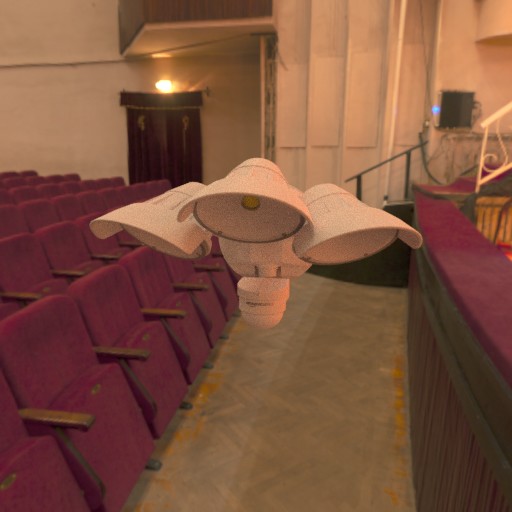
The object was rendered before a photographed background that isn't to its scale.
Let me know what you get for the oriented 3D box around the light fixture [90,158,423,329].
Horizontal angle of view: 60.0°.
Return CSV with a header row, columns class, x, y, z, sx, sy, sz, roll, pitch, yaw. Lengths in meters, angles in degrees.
class,x,y,z,sx,sy,sz,roll,pitch,yaw
light fixture,0.000,0.000,0.549,0.369,0.237,0.278,2,13,9
